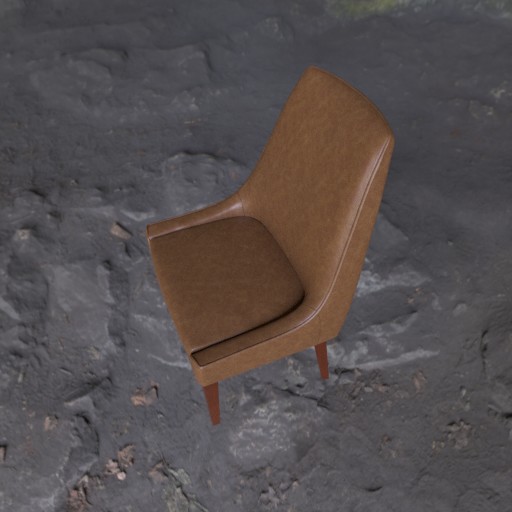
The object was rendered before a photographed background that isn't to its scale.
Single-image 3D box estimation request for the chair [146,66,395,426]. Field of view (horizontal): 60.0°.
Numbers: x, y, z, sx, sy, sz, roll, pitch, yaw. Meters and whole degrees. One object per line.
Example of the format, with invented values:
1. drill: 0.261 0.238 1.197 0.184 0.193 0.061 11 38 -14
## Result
1. chair: 0.000 0.000 1.238 0.544 0.861 0.529 -17 49 -15
